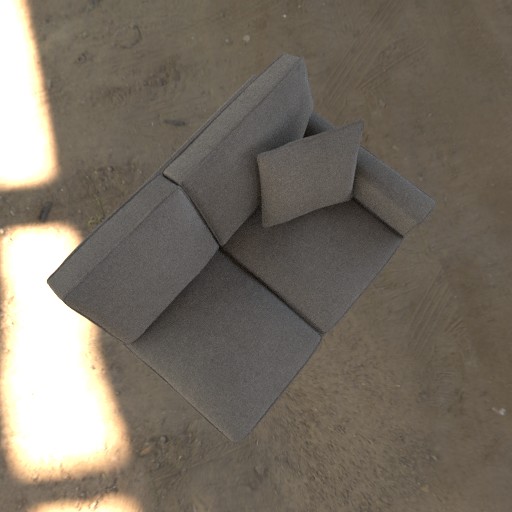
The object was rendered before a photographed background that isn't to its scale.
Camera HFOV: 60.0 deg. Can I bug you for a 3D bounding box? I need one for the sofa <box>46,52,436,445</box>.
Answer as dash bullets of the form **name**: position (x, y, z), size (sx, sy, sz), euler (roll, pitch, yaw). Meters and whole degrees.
- **sofa**: position (0.000, 0.000, 2.065), size (0.991, 0.989, 1.388), euler (40, 79, 10)
